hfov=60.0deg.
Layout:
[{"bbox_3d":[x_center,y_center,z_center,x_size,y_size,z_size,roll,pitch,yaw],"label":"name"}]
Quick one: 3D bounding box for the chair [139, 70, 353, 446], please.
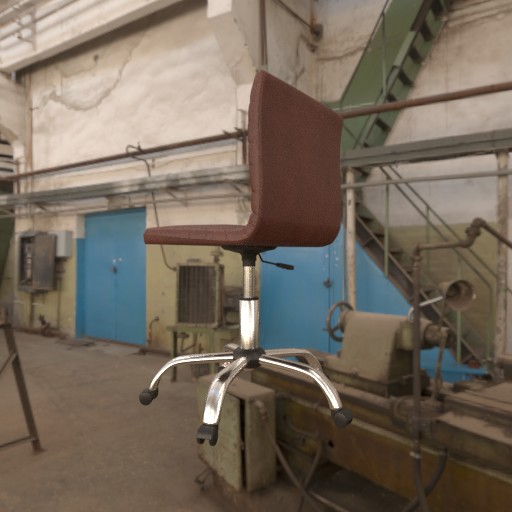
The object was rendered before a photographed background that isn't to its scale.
[{"bbox_3d":[0.000,0.000,1.160,0.530,0.780,0.556,0,0,36],"label":"chair"}]
